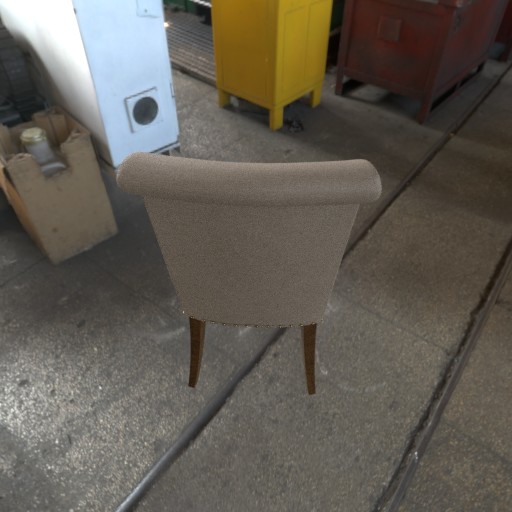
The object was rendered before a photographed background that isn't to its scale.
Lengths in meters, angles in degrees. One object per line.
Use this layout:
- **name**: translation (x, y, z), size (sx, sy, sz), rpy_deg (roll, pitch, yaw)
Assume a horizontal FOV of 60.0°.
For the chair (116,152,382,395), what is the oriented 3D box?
- **chair**: translation (0.000, 0.000, 1.369), size (0.513, 0.988, 0.608), rpy_deg (3, 45, 3)
